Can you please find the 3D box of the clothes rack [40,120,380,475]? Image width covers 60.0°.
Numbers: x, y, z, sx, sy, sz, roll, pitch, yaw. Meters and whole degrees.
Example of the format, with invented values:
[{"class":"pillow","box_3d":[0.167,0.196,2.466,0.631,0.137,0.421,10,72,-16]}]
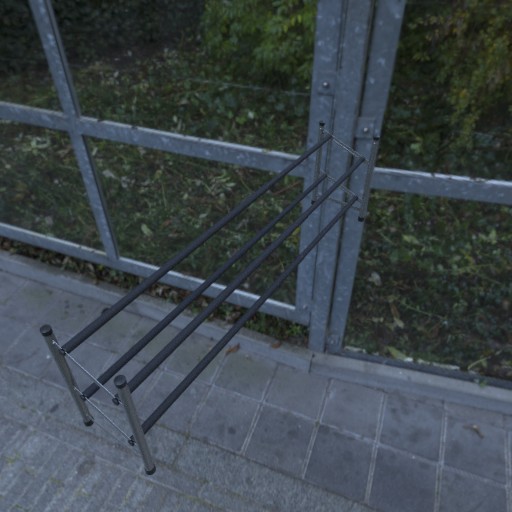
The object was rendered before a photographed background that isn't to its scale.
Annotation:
[{"class":"clothes rack","box_3d":[0.000,0.000,1.281,0.229,0.349,1.168,24,46,25]}]
